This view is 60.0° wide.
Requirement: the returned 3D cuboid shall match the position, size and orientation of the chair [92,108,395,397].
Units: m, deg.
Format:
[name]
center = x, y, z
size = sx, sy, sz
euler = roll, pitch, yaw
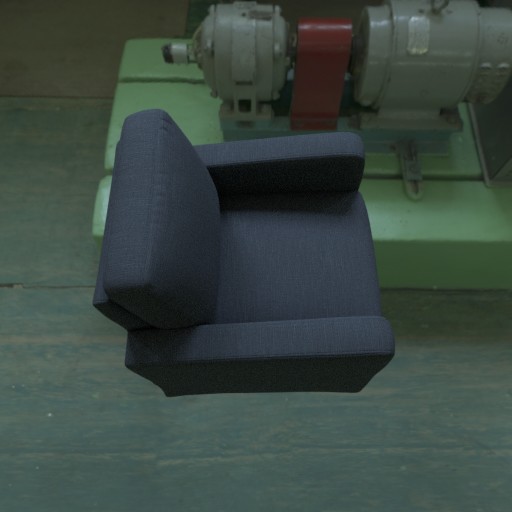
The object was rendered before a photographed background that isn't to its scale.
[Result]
[chair]
center = 0.000, 0.000, 1.511
size = 0.863, 0.855, 0.798
euler = -1, 64, 0
